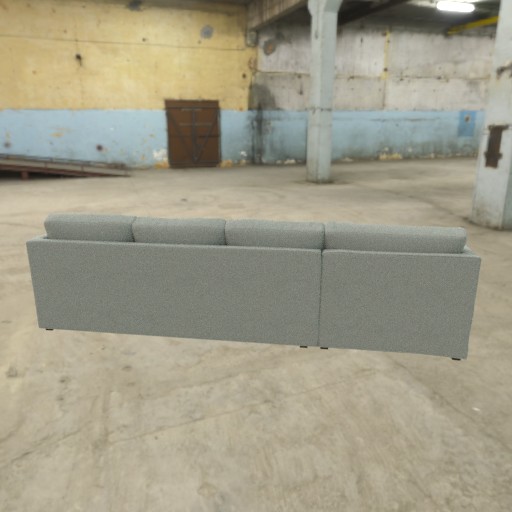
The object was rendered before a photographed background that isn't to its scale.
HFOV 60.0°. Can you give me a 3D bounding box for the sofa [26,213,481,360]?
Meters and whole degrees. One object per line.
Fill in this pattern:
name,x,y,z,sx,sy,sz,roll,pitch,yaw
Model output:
sofa,0.000,0.000,3.883,3.205,0.922,1.650,2,16,8
